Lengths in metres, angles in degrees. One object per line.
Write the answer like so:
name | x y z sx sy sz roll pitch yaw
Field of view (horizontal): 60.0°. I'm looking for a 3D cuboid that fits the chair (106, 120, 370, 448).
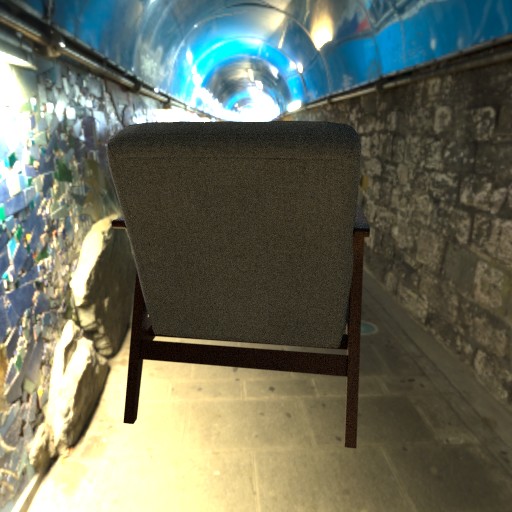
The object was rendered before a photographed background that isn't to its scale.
chair | 0.000 0.000 1.481 0.704 0.847 0.858 3 16 9
